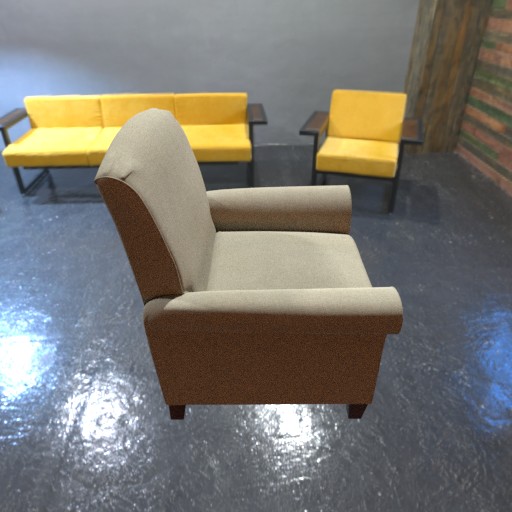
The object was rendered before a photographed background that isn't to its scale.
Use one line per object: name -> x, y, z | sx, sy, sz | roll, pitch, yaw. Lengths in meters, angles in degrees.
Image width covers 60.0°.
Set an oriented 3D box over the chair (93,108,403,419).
chair -> 0.000, 0.000, 1.755 | 0.905, 1.061, 0.978 | 0, 31, 0
